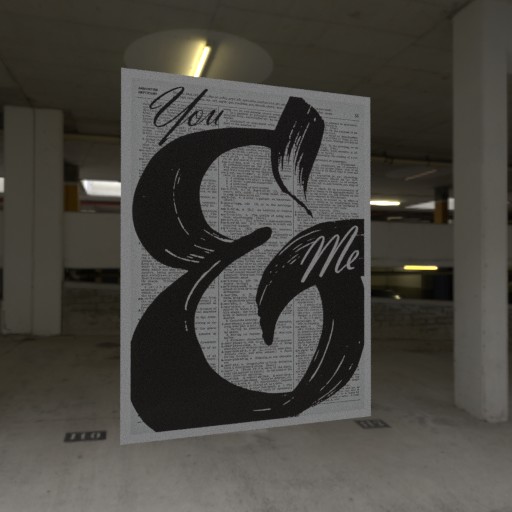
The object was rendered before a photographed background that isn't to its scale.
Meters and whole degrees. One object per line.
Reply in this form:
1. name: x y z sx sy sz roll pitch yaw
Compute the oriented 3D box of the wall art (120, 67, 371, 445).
1. wall art: 0.000 0.000 0.783 0.457 0.609 0.003 0 -1 -17
